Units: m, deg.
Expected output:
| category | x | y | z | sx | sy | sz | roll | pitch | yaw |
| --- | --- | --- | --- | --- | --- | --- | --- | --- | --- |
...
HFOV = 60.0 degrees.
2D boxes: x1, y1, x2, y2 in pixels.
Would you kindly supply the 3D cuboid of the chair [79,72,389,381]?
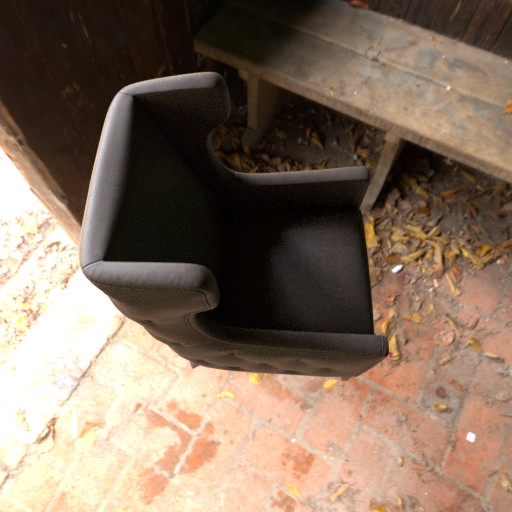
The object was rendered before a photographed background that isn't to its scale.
| category | x | y | z | sx | sy | sz | roll | pitch | yaw |
| --- | --- | --- | --- | --- | --- | --- | --- | --- | --- |
| chair | 0.000 | 0.000 | 1.631 | 0.899 | 1.079 | 0.769 | 1 | 65 | 0 |
